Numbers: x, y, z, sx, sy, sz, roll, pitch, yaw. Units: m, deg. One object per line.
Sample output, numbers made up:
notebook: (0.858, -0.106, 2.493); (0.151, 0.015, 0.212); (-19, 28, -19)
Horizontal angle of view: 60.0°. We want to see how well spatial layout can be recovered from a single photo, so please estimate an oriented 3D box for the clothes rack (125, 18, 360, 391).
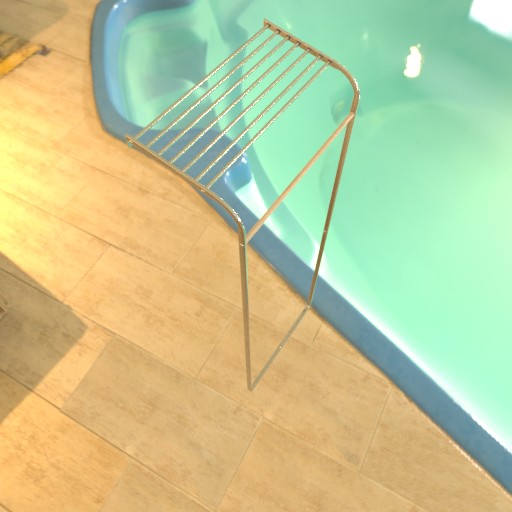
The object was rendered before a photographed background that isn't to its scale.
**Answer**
clothes rack: (0.000, 0.000, 1.809); (0.349, 1.574, 0.609); (30, 63, 17)
